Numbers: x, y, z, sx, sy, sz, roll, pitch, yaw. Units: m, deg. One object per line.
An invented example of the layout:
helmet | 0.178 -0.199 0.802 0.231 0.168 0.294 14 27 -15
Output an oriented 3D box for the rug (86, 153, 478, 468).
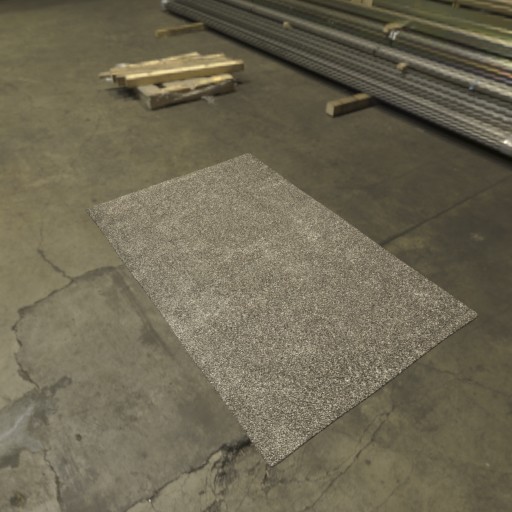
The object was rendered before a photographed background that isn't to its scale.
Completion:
rug | 0.000 0.000 2.959 1.502 0.025 2.350 -25 47 -26
